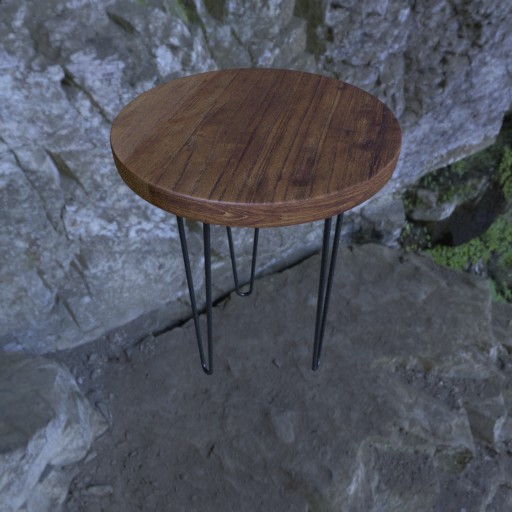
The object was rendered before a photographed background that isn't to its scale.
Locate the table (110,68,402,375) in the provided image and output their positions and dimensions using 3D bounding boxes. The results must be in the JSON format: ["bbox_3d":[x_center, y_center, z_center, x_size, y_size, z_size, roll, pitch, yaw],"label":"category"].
[{"bbox_3d":[0.000,0.000,0.796,0.400,0.520,0.400,0,43,0],"label":"table"}]
